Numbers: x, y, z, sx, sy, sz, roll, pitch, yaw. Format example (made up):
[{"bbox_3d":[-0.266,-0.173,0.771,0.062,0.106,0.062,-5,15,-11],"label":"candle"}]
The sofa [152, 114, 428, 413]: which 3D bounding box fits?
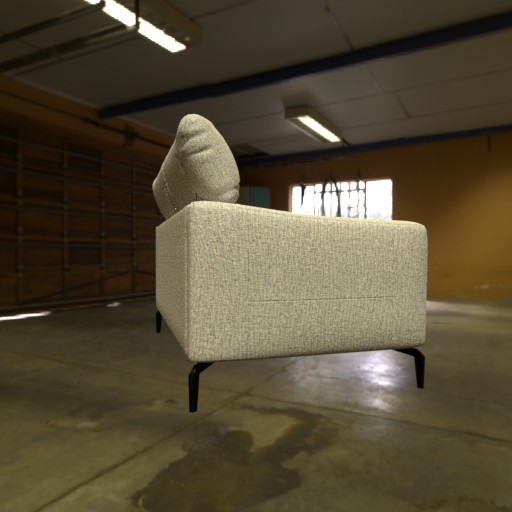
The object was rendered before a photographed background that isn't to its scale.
[{"bbox_3d":[0.000,0.000,2.155,0.905,0.950,1.540,0,1,-17],"label":"sofa"}]
